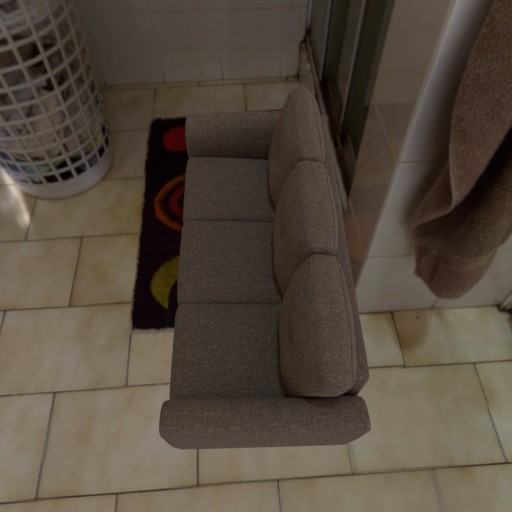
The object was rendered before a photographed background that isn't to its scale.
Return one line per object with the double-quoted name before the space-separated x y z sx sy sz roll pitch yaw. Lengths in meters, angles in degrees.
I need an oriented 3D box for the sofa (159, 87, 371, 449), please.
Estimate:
"sofa" 0.000 0.000 2.333 0.837 0.891 1.847 -1 57 -1
